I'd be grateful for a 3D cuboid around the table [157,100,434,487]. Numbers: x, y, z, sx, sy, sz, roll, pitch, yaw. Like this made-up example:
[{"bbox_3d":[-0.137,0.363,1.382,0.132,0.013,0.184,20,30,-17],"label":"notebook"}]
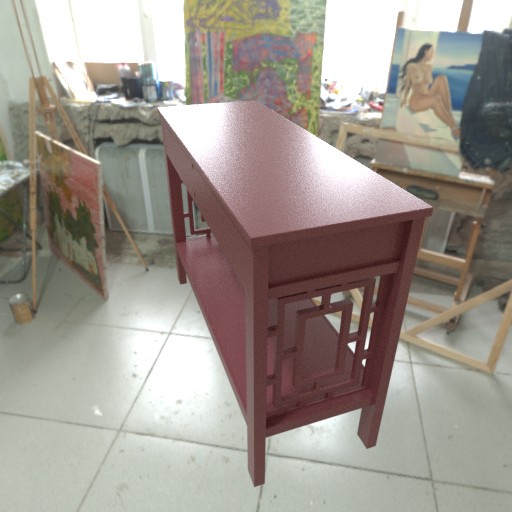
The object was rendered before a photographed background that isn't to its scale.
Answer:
[{"bbox_3d":[0.000,0.000,1.454,0.397,0.753,1.068,-10,32,-17],"label":"table"}]
